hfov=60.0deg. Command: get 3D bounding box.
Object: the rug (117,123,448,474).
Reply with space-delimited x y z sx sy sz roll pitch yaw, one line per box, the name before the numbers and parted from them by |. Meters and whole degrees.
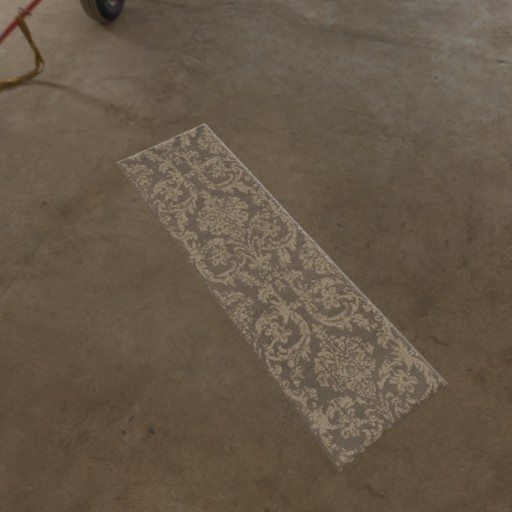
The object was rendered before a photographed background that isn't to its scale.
rug | 0.000 0.000 2.453 0.662 0.011 2.196 -30 62 -18
